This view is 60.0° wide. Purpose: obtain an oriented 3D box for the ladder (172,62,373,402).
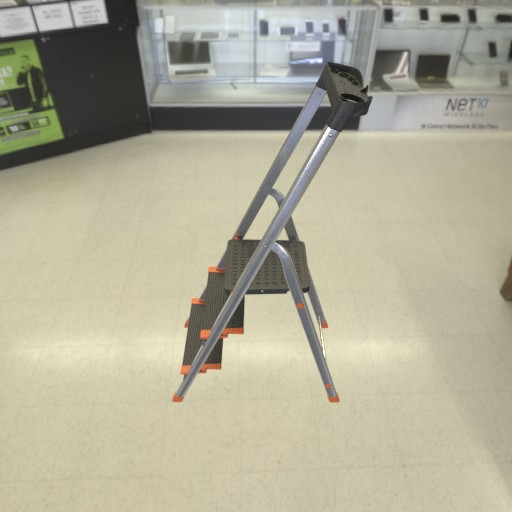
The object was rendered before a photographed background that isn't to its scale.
[{"bbox_3d":[0.000,0.000,1.567,0.686,1.229,0.416,0,41,0],"label":"ladder"}]
